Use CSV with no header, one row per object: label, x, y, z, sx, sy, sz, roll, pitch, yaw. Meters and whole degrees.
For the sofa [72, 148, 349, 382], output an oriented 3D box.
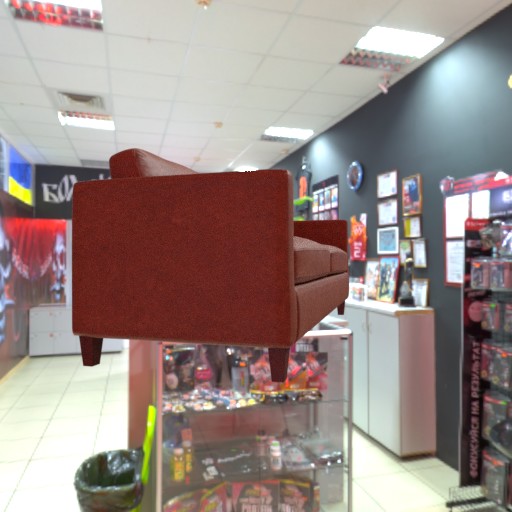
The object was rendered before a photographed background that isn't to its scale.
sofa,0.000,0.000,2.719,0.950,0.932,2.204,0,-1,17
